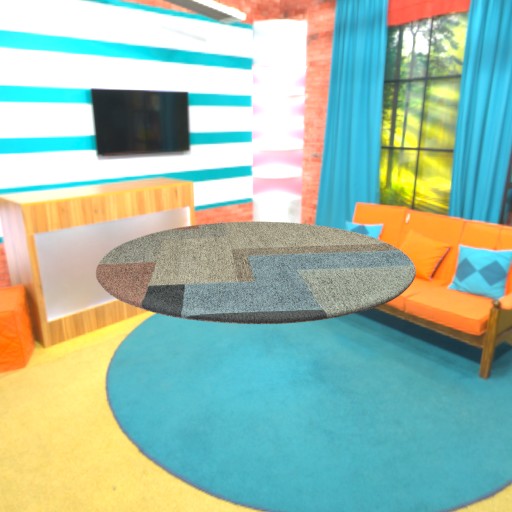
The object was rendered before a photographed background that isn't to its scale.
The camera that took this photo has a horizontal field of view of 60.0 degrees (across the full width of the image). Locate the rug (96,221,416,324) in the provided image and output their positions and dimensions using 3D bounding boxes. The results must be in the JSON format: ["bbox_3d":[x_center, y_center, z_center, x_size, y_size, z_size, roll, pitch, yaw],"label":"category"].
[{"bbox_3d":[0.000,0.000,3.605,2.461,0.033,2.461,0,17,0],"label":"rug"}]
